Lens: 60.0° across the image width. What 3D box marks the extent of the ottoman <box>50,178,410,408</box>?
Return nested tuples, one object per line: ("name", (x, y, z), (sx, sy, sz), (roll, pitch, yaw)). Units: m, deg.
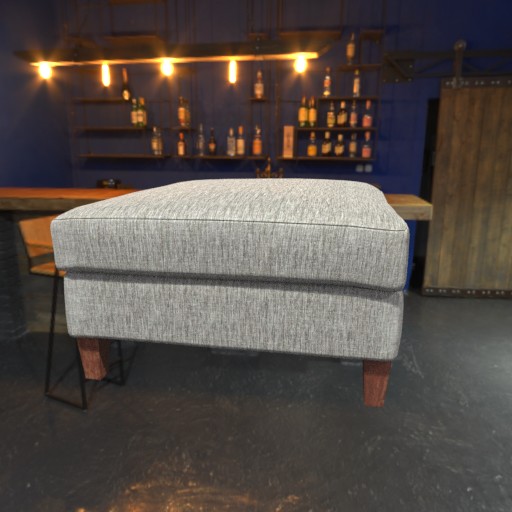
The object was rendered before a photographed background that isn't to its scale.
("ottoman", (0.000, 0.000, 1.478), (0.839, 0.492, 0.994), (2, 14, 10))
